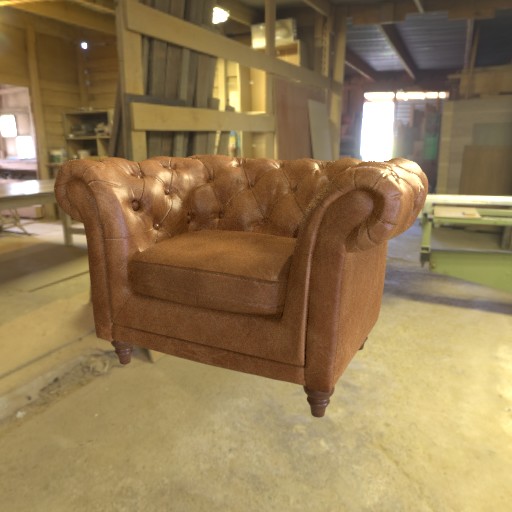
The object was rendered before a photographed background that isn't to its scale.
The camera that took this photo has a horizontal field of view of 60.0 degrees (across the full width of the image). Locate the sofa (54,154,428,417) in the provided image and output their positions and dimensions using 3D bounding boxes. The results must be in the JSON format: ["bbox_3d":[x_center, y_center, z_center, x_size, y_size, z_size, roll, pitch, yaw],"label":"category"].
[{"bbox_3d":[0.000,0.000,1.999,1.405,0.878,1.033,7,16,25],"label":"sofa"}]
